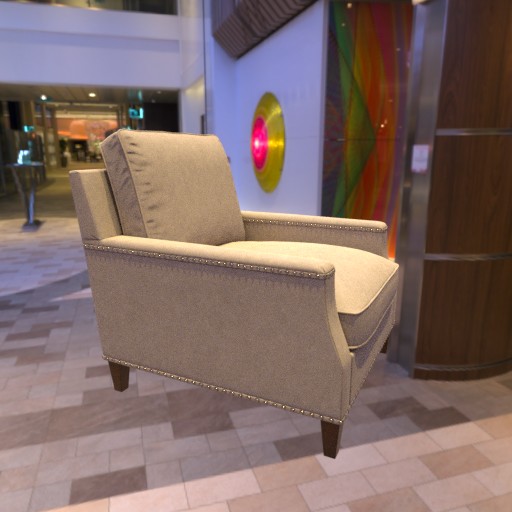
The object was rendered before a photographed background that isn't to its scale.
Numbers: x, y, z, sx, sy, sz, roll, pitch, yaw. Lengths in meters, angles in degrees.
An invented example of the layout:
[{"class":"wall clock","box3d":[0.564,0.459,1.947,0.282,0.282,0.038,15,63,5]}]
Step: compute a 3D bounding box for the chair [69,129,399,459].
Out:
[{"class":"chair","box3d":[0.000,0.000,1.722,1.014,0.943,0.853,7,15,26]}]
